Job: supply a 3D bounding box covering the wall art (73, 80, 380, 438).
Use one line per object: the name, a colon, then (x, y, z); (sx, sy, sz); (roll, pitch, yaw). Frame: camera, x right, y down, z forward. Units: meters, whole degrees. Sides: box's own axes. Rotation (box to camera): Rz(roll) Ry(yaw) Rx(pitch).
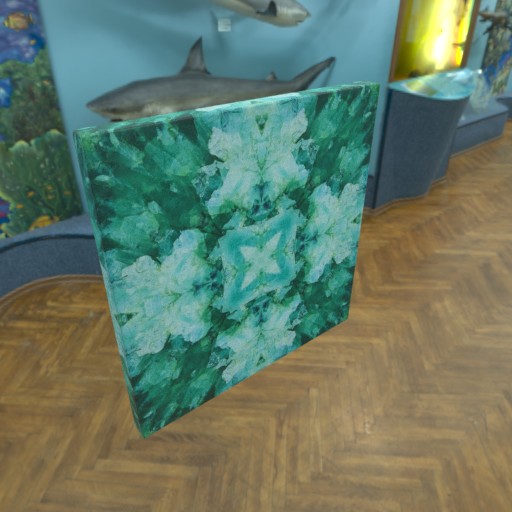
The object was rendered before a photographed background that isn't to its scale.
wall art: (0.000, 0.000, 0.754); (0.507, 0.508, 0.038); (-22, 38, -32)
